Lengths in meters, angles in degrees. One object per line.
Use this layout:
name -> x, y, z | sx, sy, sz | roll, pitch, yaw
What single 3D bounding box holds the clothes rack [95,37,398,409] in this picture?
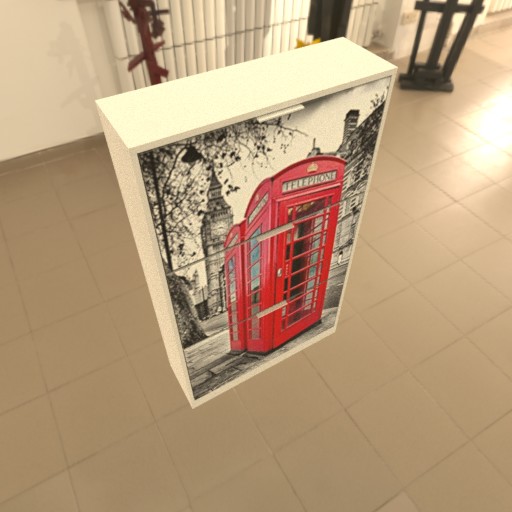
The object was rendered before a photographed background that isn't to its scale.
clothes rack -> 0.000, 0.000, 1.589 | 0.750, 1.280, 0.250 | -23, 52, -20
